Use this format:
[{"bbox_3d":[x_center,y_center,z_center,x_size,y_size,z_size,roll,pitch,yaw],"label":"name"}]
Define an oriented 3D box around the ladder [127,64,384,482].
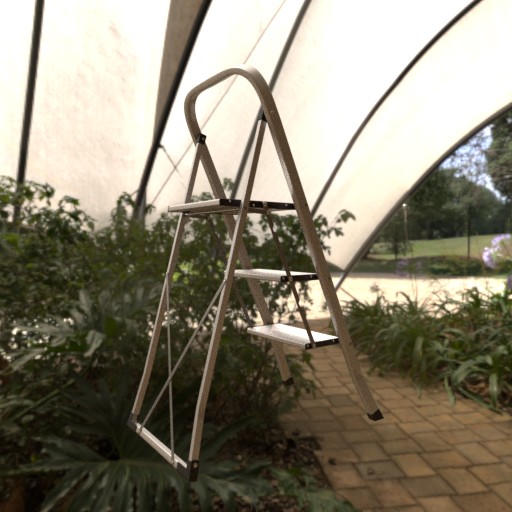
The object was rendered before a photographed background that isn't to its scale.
[{"bbox_3d":[0.000,0.000,1.416,0.704,1.070,0.465,-1,2,-36],"label":"ladder"}]
